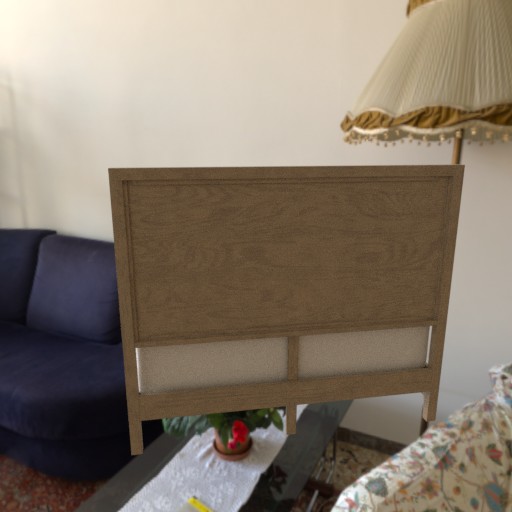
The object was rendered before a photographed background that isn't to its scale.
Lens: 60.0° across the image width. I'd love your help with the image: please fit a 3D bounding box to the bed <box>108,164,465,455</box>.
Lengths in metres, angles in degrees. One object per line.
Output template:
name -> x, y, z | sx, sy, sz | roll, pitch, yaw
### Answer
bed -> 0.000, 0.000, 3.158 | 1.606, 1.369, 2.189 | -2, 15, -10
